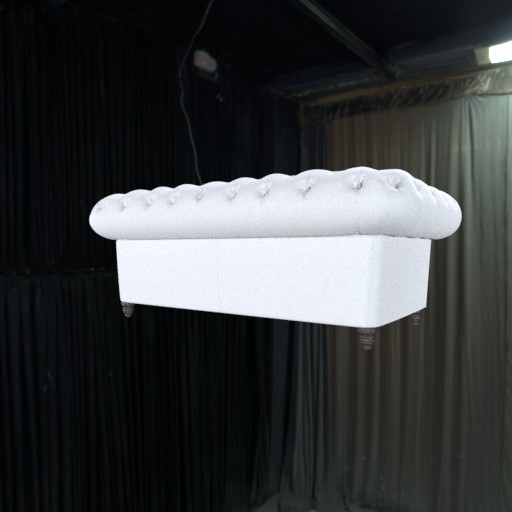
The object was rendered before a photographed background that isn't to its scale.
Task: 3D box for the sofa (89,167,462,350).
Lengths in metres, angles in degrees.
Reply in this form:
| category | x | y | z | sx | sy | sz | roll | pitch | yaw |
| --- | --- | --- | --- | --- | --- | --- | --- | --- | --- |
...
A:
| category | x | y | z | sx | sy | sz | roll | pitch | yaw |
| --- | --- | --- | --- | --- | --- | --- | --- | --- | --- |
| sofa | 0.000 | 0.000 | 2.530 | 1.998 | 0.764 | 0.986 | 1 | 1 | 35 |
